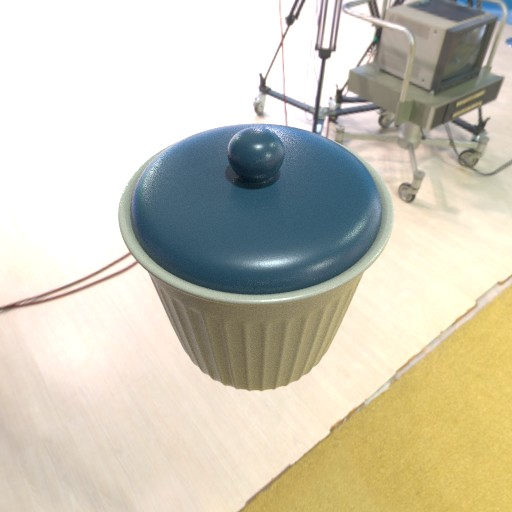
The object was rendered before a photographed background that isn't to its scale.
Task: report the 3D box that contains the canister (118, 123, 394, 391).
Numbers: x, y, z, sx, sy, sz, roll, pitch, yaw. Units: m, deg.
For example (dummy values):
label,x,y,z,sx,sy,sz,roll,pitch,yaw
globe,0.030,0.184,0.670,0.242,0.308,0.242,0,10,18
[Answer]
label,x,y,z,sx,sy,sz,roll,pitch,yaw
canister,0.000,0.000,0.339,0.181,0.211,0.181,0,46,0
